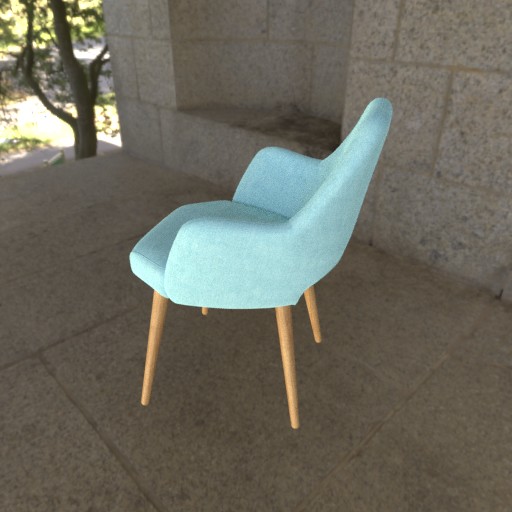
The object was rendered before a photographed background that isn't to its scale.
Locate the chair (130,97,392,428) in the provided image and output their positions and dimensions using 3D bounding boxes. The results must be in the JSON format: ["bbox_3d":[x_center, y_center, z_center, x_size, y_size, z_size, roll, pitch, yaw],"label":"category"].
[{"bbox_3d":[0.000,0.000,1.224,0.610,0.840,0.590,8,30,15],"label":"chair"}]
